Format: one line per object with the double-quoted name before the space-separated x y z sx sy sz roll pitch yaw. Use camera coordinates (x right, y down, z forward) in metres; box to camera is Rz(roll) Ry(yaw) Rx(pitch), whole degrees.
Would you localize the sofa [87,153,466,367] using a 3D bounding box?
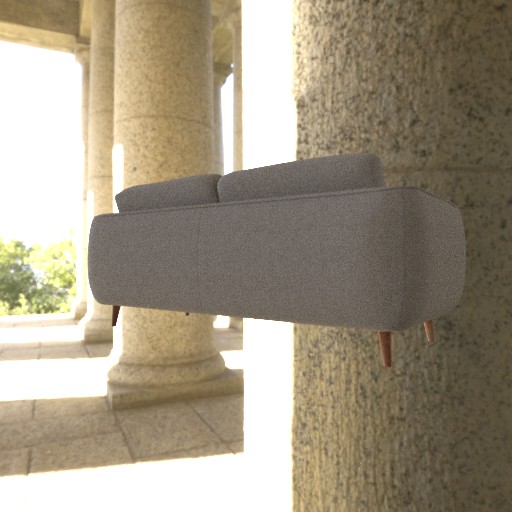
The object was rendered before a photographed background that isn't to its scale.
"sofa" 0.000 0.000 2.445 2.000 0.850 0.920 0 0 36
